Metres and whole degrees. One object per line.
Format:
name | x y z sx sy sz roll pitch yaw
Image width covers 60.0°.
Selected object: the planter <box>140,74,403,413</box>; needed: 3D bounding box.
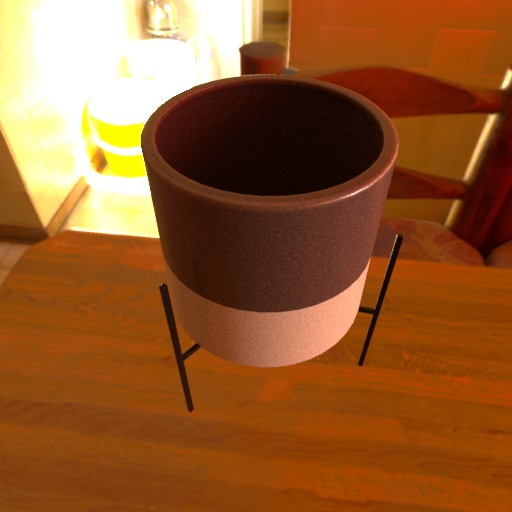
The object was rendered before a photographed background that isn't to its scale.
planter | 0.000 0.000 0.534 0.250 0.353 0.260 -17 47 -16
